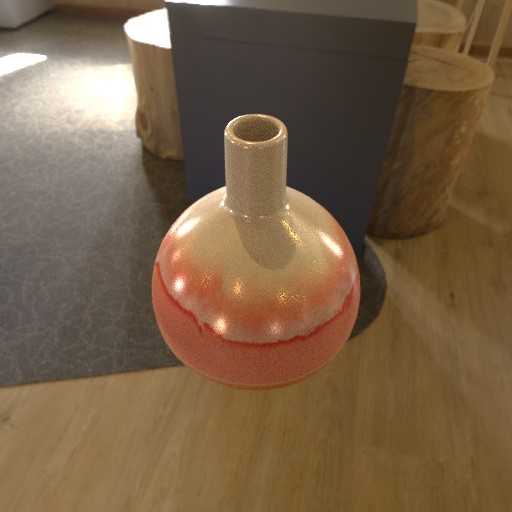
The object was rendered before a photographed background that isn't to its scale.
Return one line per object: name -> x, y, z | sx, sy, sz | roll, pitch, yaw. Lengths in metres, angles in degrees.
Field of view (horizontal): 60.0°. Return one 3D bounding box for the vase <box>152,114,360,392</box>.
vase -> 0.000, 0.000, 0.276 | 0.137, 0.176, 0.137 | 0, 46, 0
